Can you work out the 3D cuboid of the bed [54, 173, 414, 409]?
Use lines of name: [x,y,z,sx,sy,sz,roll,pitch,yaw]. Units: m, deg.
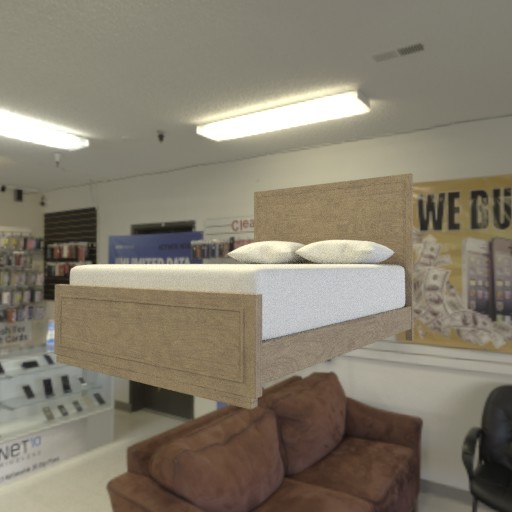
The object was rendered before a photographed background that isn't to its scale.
bed: [0.000,0.000,3.254,1.606,1.369,2.189,-1,-1,36]
